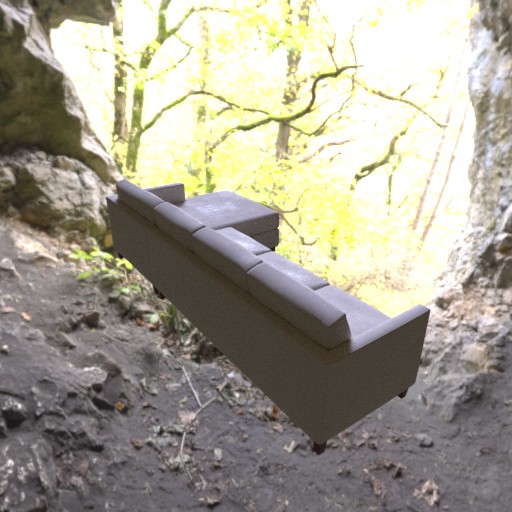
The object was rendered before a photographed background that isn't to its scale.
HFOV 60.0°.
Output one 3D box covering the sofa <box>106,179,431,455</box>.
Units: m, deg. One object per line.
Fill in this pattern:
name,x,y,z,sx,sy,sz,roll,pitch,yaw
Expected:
sofa,0.000,0.000,4.136,1.599,0.954,3.471,-18,31,-32
